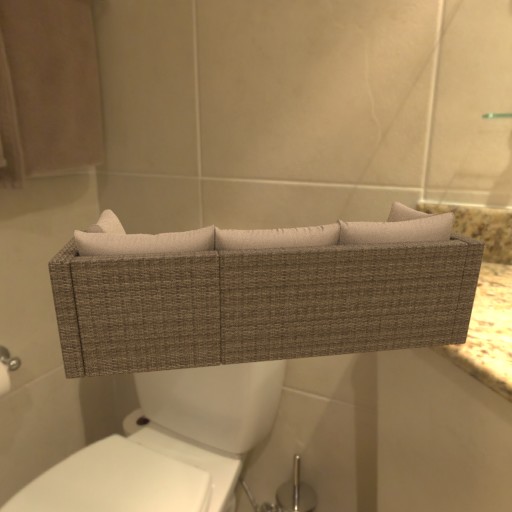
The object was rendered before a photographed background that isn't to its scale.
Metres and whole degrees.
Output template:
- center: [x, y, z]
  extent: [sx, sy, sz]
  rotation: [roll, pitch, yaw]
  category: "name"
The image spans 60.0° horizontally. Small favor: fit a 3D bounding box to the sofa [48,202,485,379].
- center: [0.000, 0.000, 3.019]
  extent: [2.192, 0.766, 1.662]
  rotation: [-3, 15, -10]
  category: "sofa"
